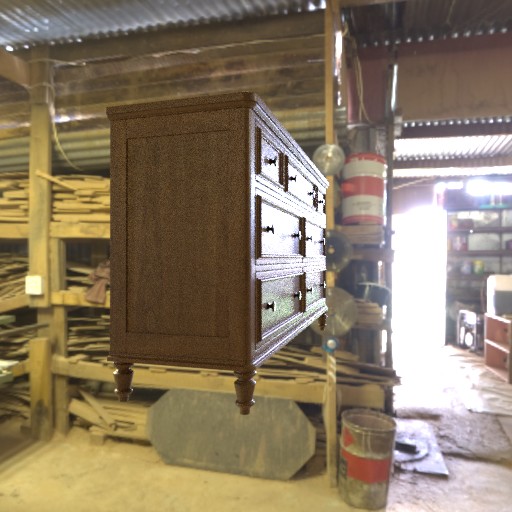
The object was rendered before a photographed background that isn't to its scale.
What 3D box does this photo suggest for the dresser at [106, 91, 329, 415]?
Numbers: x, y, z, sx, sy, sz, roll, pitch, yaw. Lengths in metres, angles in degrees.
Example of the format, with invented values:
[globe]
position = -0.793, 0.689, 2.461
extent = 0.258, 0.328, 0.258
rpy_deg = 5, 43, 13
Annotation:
[dresser]
position = 0.000, 0.000, 2.024
extent = 0.468, 0.892, 1.583
rpy_deg = 0, 0, 17
